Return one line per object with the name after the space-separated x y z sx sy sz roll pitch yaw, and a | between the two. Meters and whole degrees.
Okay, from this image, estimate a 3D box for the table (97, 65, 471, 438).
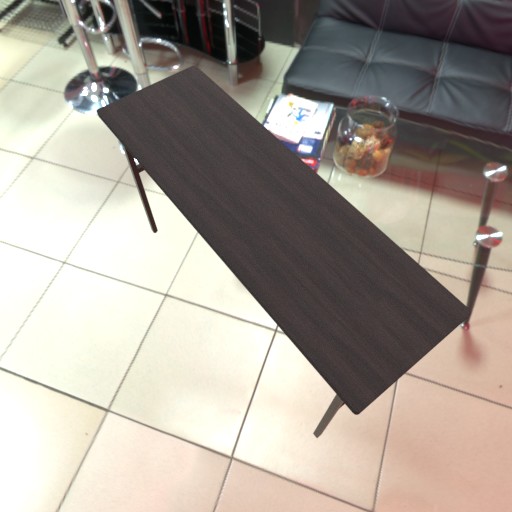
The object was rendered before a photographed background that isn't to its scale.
0.000 0.000 1.773 0.449 0.750 1.399 -33 64 -19 | table
